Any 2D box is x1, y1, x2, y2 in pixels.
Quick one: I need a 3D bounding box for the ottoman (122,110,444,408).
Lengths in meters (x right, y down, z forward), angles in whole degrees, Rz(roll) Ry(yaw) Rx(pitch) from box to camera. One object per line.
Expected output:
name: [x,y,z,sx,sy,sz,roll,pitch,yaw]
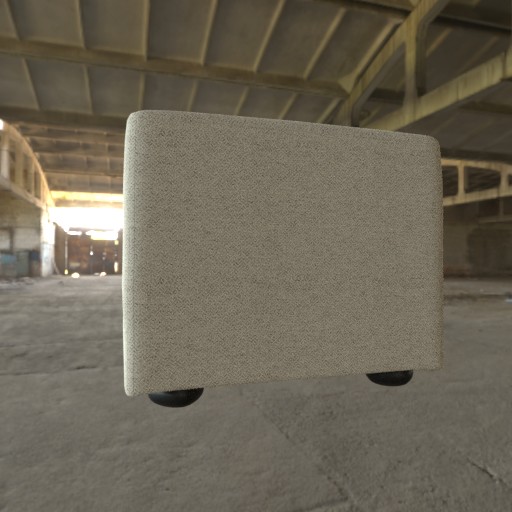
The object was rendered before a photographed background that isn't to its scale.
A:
ottoman: [0.000,0.000,0.902,0.521,0.453,0.512,0,0,-17]
